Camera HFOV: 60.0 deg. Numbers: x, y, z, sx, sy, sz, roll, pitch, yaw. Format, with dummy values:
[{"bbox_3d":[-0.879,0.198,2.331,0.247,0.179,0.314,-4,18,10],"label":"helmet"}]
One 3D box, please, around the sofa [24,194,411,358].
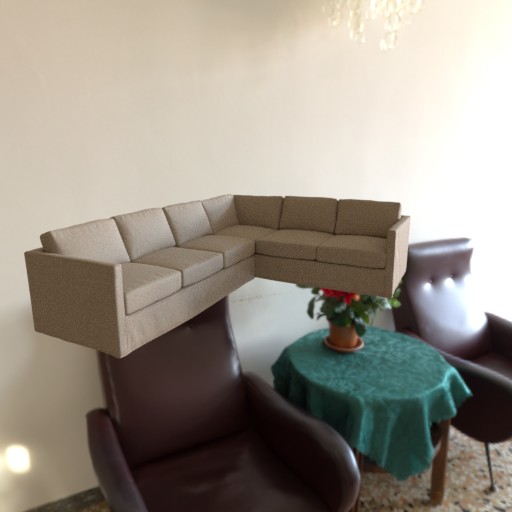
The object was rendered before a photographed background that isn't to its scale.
[{"bbox_3d":[0.000,0.000,4.313,2.432,0.871,3.182,7,16,26],"label":"sofa"}]
